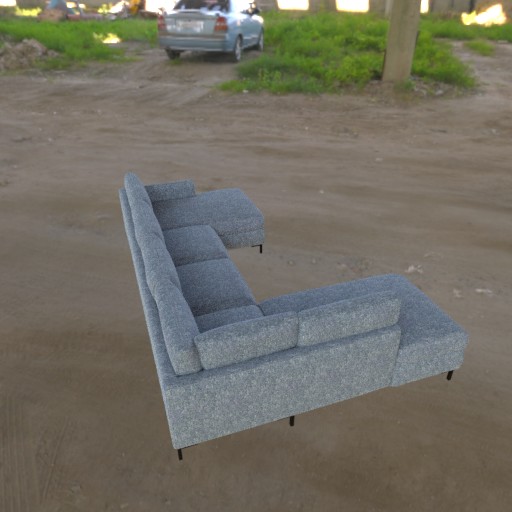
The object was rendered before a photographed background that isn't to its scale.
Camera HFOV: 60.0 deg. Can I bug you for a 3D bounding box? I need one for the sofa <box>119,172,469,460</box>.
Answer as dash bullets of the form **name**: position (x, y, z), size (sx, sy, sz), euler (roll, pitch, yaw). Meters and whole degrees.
- **sofa**: position (0.000, 0.000, 3.564), size (1.879, 0.756, 2.737), euler (-10, 33, -17)
